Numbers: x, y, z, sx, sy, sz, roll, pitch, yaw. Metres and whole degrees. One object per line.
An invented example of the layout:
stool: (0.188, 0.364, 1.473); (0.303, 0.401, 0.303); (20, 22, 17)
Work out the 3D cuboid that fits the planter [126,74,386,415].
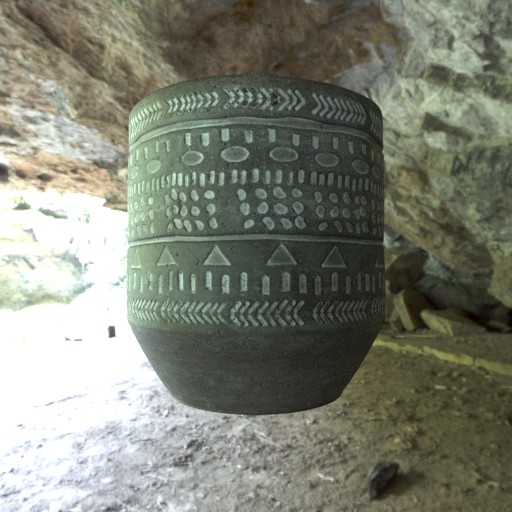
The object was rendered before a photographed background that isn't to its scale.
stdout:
planter: (0.000, 0.000, 0.254); (0.142, 0.149, 0.142); (0, -2, 0)
